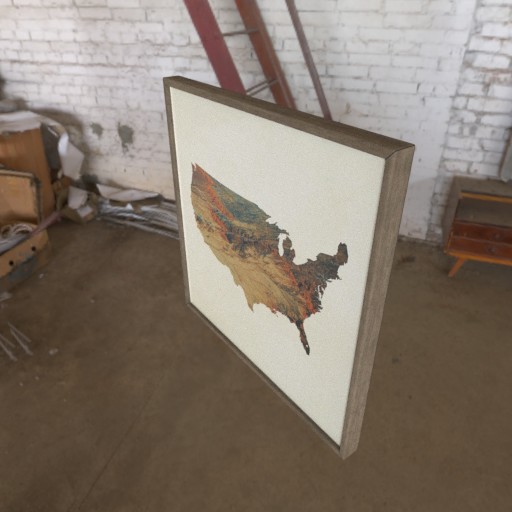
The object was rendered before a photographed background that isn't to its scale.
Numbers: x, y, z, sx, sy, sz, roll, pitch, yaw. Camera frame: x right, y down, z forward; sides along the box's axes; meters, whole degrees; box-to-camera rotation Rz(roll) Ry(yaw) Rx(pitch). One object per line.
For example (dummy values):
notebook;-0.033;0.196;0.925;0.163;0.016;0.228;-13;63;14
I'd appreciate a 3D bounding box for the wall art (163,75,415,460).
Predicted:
wall art;0.000;0.000;1.118;0.050;0.751;0.749;-22;38;-31
